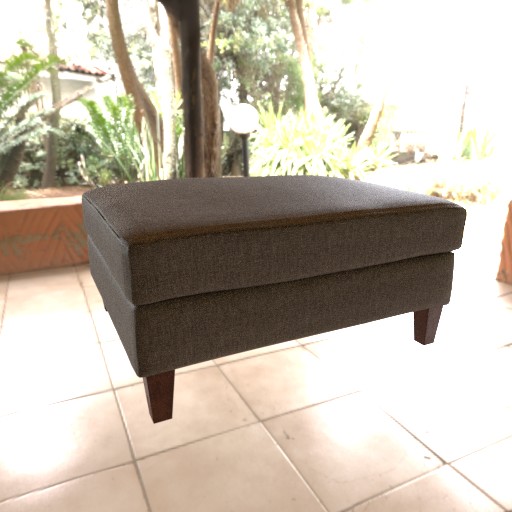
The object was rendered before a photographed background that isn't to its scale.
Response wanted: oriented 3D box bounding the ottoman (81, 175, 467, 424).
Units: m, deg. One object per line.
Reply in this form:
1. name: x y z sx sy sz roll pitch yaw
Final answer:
1. ottoman: 0.000 0.000 1.476 0.994 0.492 0.839 -8 18 -25
